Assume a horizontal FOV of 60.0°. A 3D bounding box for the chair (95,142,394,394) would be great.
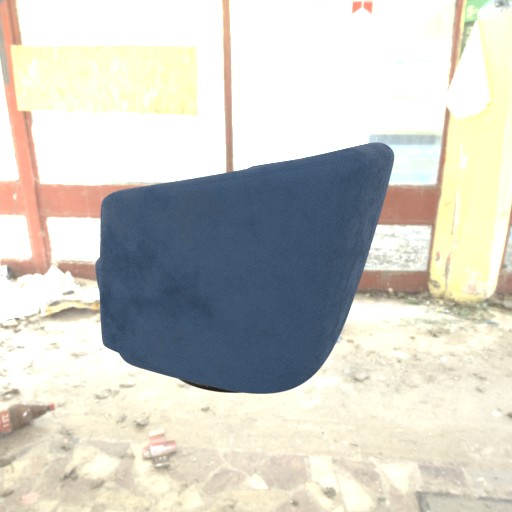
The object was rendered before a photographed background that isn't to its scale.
[{"bbox_3d":[0.000,0.000,1.386,0.767,0.698,0.773,8,18,25],"label":"chair"}]
